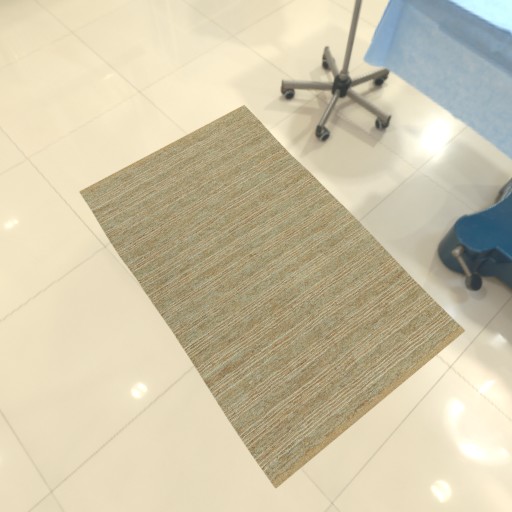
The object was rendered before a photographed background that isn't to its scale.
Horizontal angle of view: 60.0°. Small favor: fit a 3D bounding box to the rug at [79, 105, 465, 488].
[{"bbox_3d":[0.000,0.000,3.085,1.540,0.012,2.448,-33,67,-16],"label":"rug"}]
